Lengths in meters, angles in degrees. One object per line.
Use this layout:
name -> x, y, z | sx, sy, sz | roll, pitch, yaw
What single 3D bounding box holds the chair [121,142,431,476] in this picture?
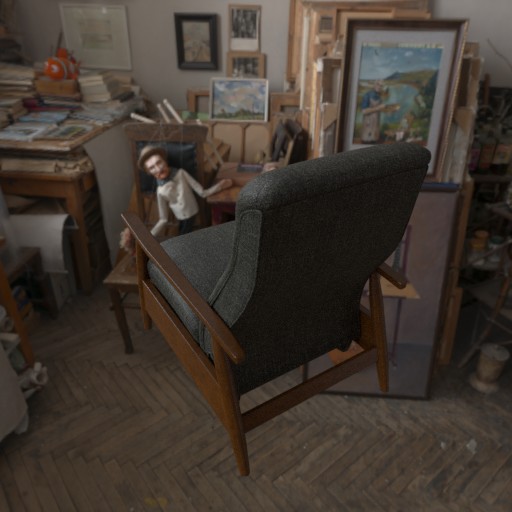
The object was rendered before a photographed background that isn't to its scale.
chair -> 0.000, 0.000, 1.796 | 0.762, 1.082, 1.014 | -18, 35, -28
